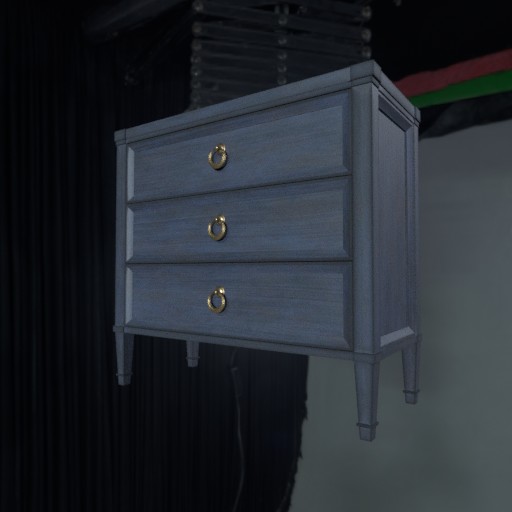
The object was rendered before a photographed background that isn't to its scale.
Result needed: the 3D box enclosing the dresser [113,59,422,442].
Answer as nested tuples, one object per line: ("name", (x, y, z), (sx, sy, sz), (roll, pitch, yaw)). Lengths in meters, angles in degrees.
("dresser", (0.000, 0.000, 1.612), (1.049, 0.986, 0.463), (-1, -2, 35))
